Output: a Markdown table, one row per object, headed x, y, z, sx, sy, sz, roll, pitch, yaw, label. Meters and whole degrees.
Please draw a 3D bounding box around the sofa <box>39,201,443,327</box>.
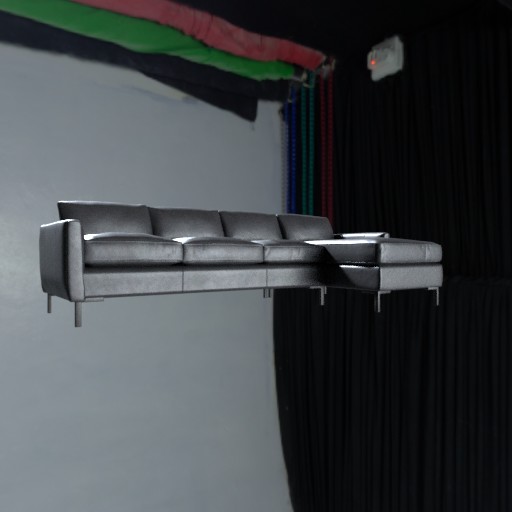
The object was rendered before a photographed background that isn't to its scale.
| x | y | z | sx | sy | sz | roll | pitch | yaw | label |
| --- | --- | --- | --- | --- | --- | --- | --- | --- | --- |
| 0.000 | 0.000 | 3.591 | 2.993 | 0.859 | 1.471 | 0 | 0 | -35 | sofa |
